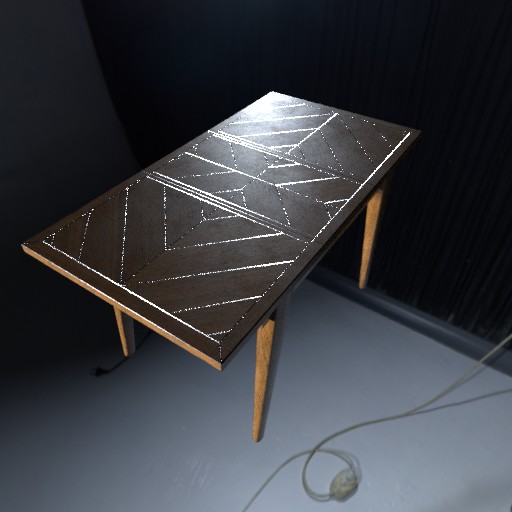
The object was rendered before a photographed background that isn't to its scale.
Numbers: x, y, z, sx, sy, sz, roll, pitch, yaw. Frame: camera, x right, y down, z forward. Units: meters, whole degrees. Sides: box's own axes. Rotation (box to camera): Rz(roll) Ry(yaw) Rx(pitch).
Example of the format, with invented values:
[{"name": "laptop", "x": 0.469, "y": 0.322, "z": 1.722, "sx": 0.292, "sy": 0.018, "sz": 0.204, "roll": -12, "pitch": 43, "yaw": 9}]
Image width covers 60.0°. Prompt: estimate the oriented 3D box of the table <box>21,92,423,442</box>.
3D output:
[{"name": "table", "x": 0.000, "y": 0.000, "z": 1.858, "sx": 0.757, "sy": 0.760, "sz": 1.400, "roll": 24, "pitch": 47, "yaw": 25}]
